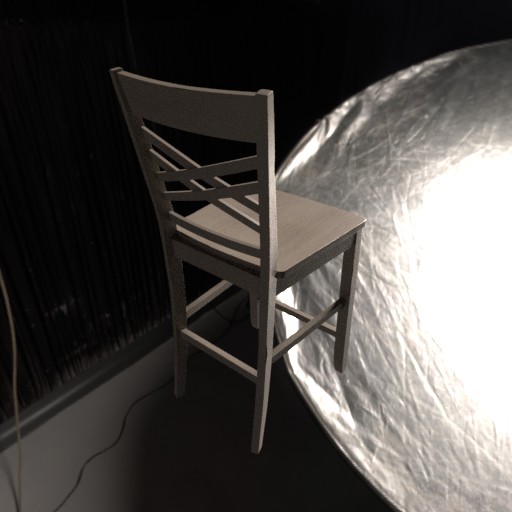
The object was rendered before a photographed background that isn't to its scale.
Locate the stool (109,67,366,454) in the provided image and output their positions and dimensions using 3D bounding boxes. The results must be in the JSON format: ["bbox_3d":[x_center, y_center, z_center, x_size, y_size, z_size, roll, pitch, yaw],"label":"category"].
[{"bbox_3d":[0.000,0.000,1.346,0.462,1.079,0.539,23,38,33],"label":"stool"}]
